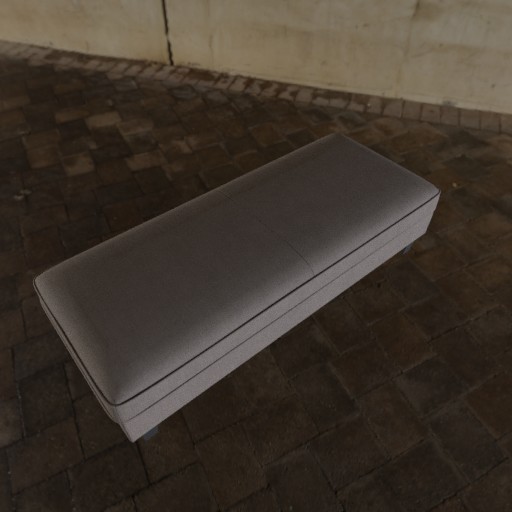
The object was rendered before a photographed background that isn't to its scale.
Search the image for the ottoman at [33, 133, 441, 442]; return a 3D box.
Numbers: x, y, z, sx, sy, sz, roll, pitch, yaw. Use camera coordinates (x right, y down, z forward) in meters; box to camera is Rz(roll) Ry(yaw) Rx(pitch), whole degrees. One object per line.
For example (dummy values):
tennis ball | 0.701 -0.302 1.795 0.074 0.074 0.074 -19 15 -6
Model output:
ottoman | 0.000 0.000 2.060 1.764 0.470 0.751 -31 53 -26
